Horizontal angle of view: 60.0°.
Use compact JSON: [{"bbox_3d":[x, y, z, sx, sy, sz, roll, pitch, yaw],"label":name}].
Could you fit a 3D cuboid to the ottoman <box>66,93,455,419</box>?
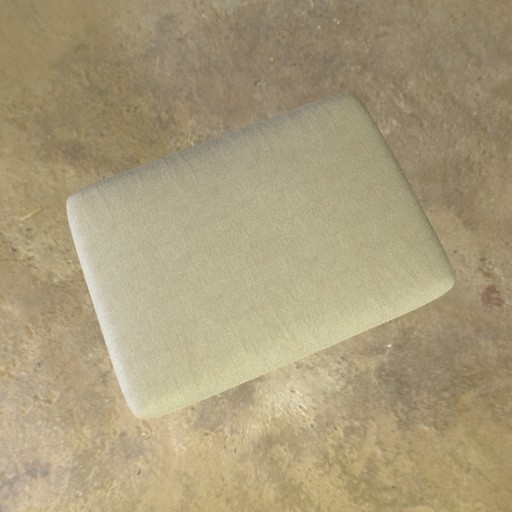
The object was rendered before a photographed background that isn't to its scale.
[{"bbox_3d":[0.000,0.000,1.079,0.735,0.404,0.528,-22,76,-6],"label":"ottoman"}]
